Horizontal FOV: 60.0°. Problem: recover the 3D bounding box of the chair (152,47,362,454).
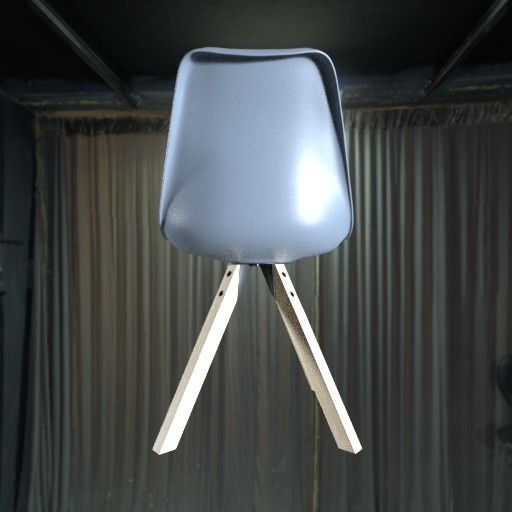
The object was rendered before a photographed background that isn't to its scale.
[{"bbox_3d":[0.000,0.000,1.157,0.485,0.850,0.550,0,0,-1],"label":"chair"}]
